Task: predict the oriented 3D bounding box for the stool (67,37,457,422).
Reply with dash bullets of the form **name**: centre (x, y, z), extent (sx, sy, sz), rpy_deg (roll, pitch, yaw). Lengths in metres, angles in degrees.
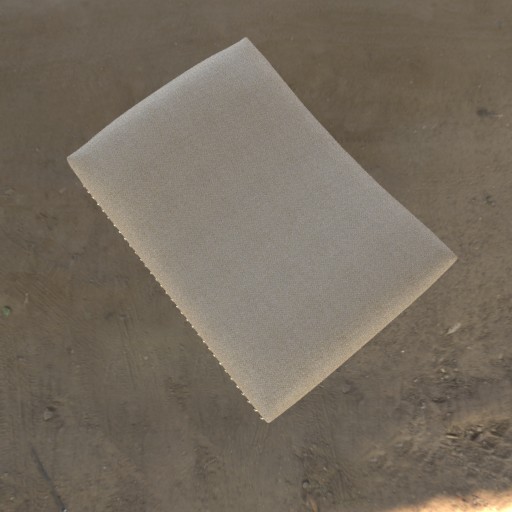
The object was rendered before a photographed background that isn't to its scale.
- **stool**: centre (0.000, 0.000, 0.940), extent (0.375, 0.632, 0.509), rpy_deg (-38, 78, -9)
